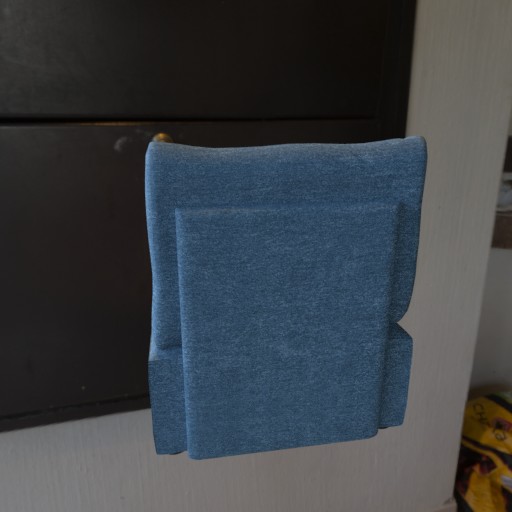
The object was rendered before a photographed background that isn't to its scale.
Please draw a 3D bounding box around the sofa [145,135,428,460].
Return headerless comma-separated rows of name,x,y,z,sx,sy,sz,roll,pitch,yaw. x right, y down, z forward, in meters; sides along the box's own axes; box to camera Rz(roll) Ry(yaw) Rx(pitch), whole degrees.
sofa,0.000,0.000,1.533,0.700,0.820,1.000,-3,17,-10
